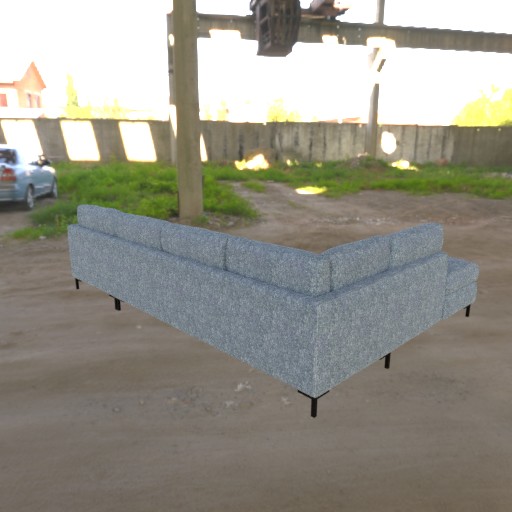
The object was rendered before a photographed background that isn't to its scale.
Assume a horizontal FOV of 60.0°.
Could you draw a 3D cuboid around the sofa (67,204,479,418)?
[{"bbox_3d":[0.000,0.000,3.504,1.879,0.756,2.737,-13,20,-43],"label":"sofa"}]
